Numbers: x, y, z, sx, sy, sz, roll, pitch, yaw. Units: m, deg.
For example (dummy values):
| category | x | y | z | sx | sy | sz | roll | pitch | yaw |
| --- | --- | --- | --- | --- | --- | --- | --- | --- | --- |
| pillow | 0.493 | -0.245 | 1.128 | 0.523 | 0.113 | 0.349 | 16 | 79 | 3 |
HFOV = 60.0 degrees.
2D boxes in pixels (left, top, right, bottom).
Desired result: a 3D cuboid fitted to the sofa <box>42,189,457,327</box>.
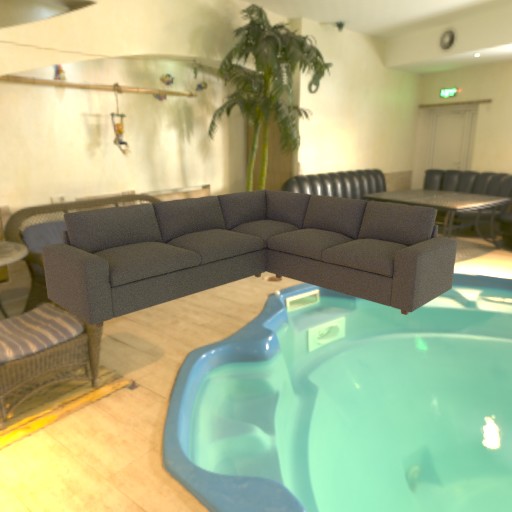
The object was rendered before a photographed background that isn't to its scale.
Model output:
| category | x | y | z | sx | sy | sz | roll | pitch | yaw |
| --- | --- | --- | --- | --- | --- | --- | --- | --- | --- |
| sofa | 0.000 | 0.000 | 4.669 | 2.895 | 0.965 | 3.277 | 14 | 21 | 43 |
